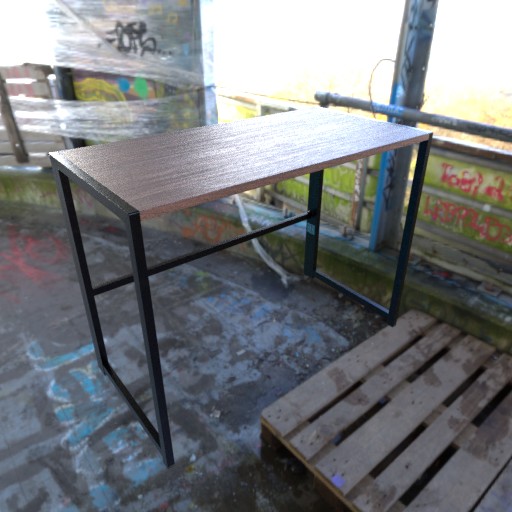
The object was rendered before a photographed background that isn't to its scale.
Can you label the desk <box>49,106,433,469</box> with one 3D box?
[{"bbox_3d":[0.000,0.000,1.471,1.016,0.762,0.508,-21,36,-33],"label":"desk"}]
